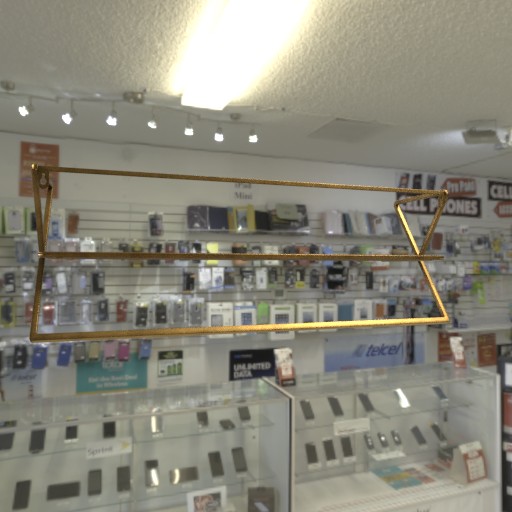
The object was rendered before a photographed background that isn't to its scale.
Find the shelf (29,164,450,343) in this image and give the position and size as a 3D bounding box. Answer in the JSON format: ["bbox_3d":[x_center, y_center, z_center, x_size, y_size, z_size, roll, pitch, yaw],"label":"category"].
[{"bbox_3d":[0.000,0.000,0.728,0.645,0.229,0.150,0,-2,-18],"label":"shelf"}]
